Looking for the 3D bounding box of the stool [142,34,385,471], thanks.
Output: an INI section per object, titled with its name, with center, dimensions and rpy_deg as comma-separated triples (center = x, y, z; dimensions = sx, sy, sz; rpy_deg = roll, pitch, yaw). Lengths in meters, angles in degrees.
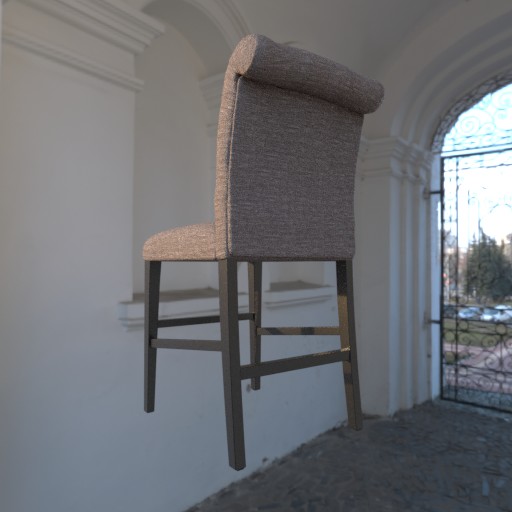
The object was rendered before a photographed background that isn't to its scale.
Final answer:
[stool]
center = 0.000, 0.000, 1.292
dimensions = 0.457, 0.970, 0.611
rpy_deg = 1, -1, -37
